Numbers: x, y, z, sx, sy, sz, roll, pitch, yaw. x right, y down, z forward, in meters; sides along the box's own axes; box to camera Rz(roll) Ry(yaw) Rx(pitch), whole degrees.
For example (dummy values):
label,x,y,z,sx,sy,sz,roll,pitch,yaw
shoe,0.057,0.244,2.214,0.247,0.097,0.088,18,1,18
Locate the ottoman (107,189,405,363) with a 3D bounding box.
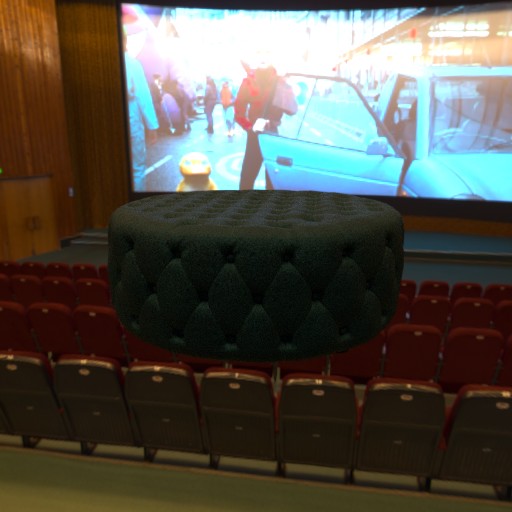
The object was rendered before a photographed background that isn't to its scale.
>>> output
label,x,y,z,sx,sy,sz,roll,pitch,yaw
ottoman,0.000,0.000,1.569,0.998,0.398,0.998,0,15,0
